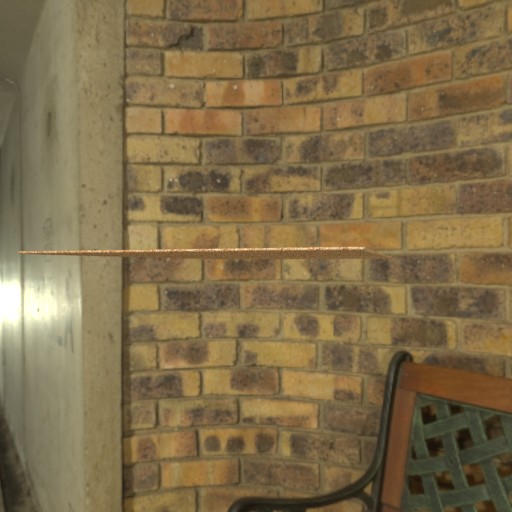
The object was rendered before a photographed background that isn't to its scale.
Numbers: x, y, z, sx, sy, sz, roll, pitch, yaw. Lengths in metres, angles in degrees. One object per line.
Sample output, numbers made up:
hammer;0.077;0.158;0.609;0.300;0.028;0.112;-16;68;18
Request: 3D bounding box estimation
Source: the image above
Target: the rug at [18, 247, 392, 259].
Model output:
rug;0.000;0.000;2.748;1.566;0.013;2.141;0;-1;19
